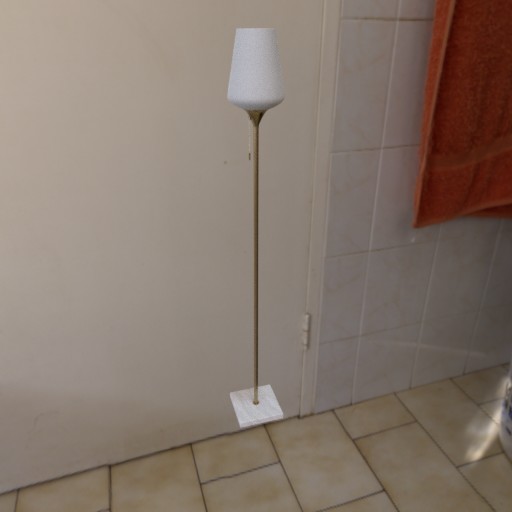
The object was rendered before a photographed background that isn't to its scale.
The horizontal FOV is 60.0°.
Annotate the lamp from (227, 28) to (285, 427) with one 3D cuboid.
[{"bbox_3d":[0.000,0.000,1.988,0.232,1.813,0.229,-7,27,-15],"label":"lamp"}]
